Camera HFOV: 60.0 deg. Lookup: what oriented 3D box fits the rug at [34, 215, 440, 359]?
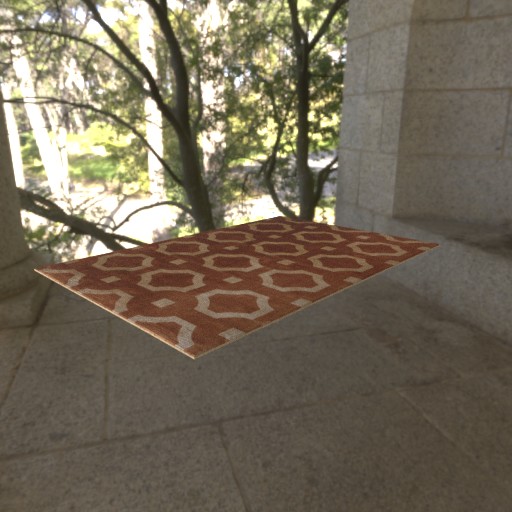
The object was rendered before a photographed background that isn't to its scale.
[{"bbox_3d":[0.000,0.000,2.977,1.555,0.016,2.286,15,22,42],"label":"rug"}]
